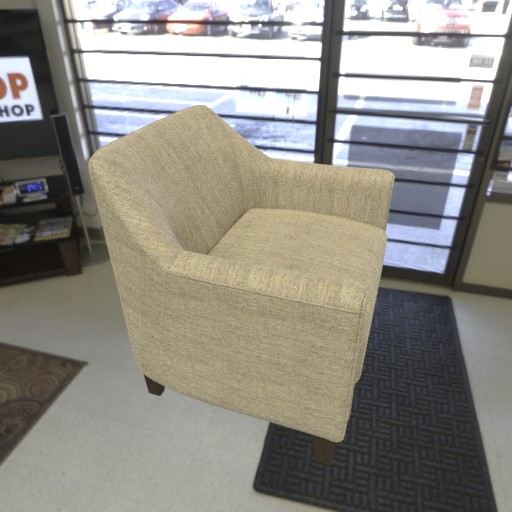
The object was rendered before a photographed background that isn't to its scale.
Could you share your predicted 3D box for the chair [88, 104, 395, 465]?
[{"bbox_3d":[0.000,0.000,1.394,0.758,0.761,0.796,10,33,17],"label":"chair"}]
